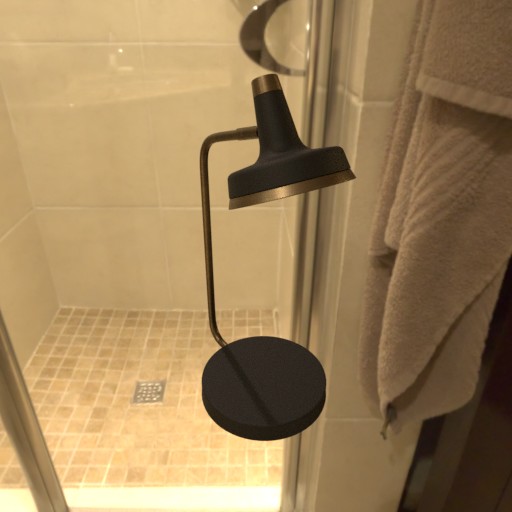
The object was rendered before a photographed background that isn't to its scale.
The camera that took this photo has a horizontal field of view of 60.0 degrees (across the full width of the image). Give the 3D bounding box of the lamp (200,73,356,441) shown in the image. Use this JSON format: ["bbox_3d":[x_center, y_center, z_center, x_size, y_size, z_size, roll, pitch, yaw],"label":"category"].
[{"bbox_3d":[0.000,0.000,0.498,0.162,0.385,0.218,-21,35,-32],"label":"lamp"}]
